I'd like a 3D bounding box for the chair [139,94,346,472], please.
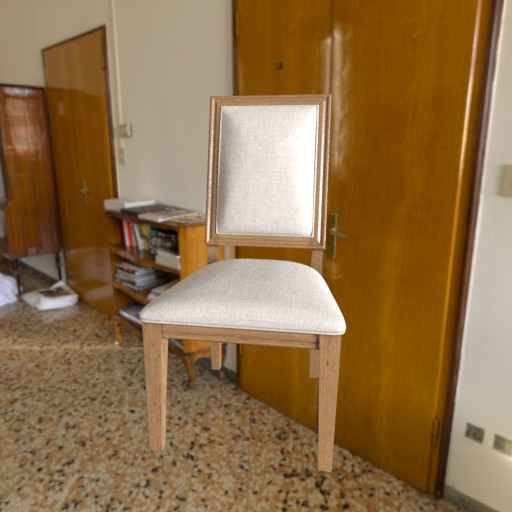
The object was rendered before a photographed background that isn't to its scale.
[{"bbox_3d":[0.000,0.000,1.359,0.536,0.988,0.601,2,14,9],"label":"chair"}]
